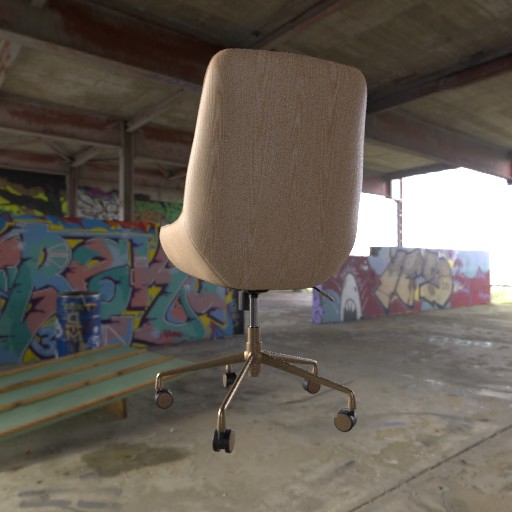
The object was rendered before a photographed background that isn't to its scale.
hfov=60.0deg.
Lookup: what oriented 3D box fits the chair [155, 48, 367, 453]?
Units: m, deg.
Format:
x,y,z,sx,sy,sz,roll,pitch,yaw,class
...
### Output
x,y,z,sx,sy,sz,roll,pitch,yaw,class
0.000,0.000,1.335,0.564,0.952,0.668,0,-1,-18,chair
